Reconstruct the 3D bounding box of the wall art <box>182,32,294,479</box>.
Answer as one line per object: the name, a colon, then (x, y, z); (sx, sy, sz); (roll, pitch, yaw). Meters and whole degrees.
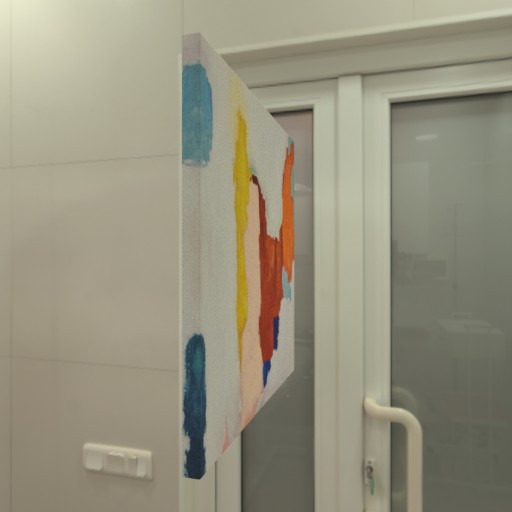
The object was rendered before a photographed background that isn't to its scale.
wall art: (0.000, 0.000, 1.198); (0.037, 0.814, 0.814); (0, 0, 17)
